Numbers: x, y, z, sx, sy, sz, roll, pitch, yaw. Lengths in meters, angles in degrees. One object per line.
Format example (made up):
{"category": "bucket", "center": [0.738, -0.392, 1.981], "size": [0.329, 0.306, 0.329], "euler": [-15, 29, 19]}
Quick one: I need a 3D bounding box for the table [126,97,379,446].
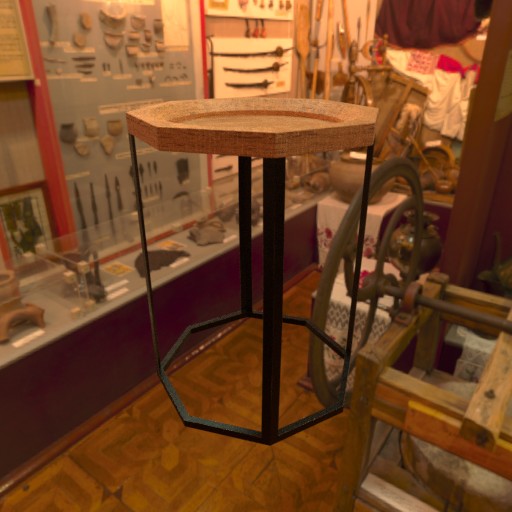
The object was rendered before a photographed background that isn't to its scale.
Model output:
{"category": "table", "center": [0.000, 0.000, 0.878], "size": [0.437, 0.553, 0.437], "euler": [19, 31, 34]}
